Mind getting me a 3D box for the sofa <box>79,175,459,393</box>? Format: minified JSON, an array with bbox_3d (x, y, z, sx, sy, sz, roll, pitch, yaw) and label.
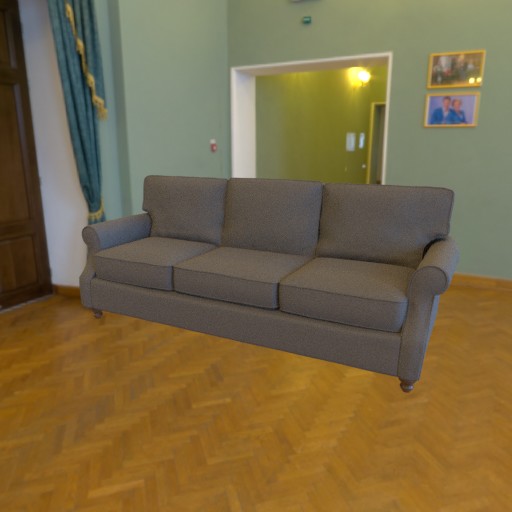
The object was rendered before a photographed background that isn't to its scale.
[{"bbox_3d":[0.000,0.000,2.847,2.353,0.948,0.966,7,16,26],"label":"sofa"}]
